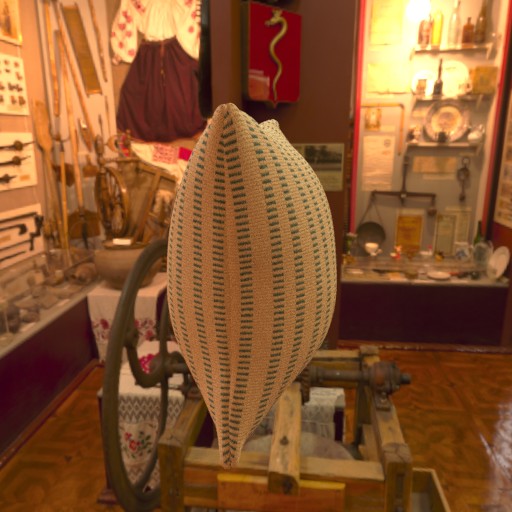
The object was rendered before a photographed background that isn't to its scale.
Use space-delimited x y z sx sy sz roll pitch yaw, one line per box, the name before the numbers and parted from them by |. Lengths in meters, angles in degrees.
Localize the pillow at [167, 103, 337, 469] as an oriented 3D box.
pillow | 0.000 0.000 0.682 0.247 0.419 0.438 2 15 8
